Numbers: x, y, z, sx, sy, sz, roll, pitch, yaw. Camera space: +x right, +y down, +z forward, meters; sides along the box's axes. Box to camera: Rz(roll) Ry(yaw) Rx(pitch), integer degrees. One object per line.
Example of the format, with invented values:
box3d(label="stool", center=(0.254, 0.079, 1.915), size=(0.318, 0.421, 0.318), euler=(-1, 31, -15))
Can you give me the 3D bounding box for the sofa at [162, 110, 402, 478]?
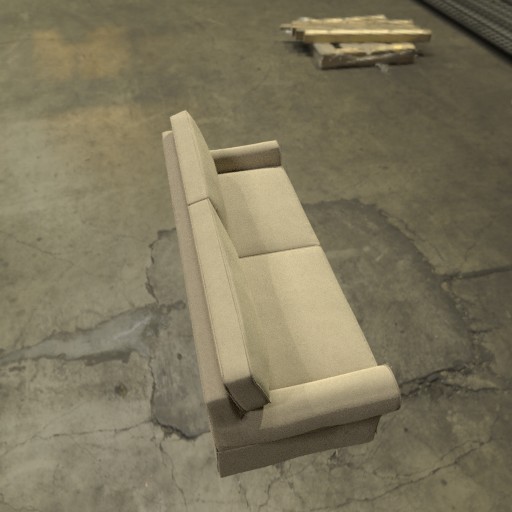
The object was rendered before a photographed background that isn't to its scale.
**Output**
box3d(label="sofa", center=(0.000, 0.000, 2.737), size=(0.900, 1.014, 2.246), euler=(-10, 47, -9))
